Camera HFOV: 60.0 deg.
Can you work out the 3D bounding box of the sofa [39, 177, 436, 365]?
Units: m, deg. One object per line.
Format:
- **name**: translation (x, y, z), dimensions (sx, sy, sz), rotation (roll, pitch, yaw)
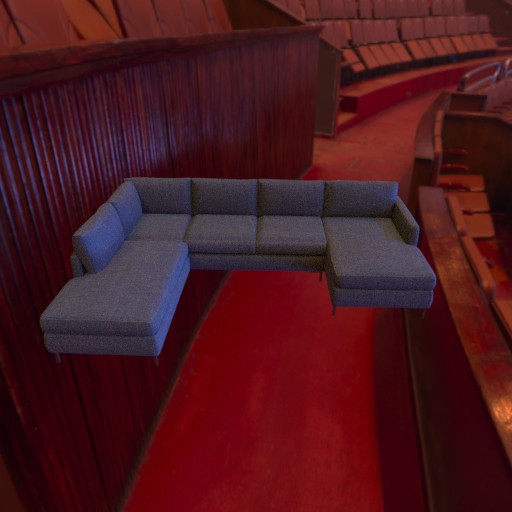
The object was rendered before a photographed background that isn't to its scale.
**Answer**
- **sofa**: translation (0.000, 0.000, 3.597), dimensions (2.737, 0.753, 1.879), rotation (1, 29, 2)
